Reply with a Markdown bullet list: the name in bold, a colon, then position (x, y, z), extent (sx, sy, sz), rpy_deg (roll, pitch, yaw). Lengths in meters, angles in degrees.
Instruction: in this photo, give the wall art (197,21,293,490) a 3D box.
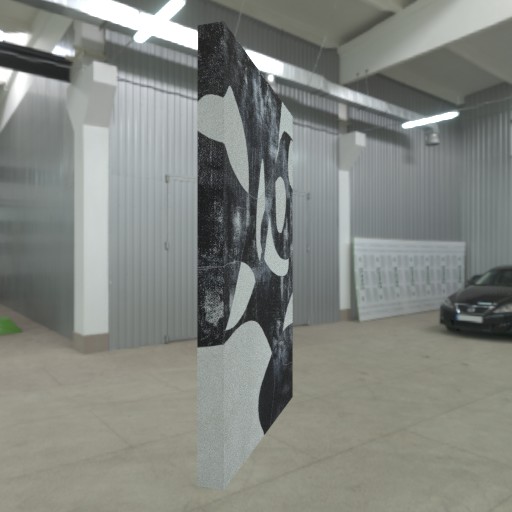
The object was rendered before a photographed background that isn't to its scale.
- **wall art**: position (0.000, 0.000, 0.774), extent (0.039, 0.610, 0.407), rpy_deg (0, 0, 17)
